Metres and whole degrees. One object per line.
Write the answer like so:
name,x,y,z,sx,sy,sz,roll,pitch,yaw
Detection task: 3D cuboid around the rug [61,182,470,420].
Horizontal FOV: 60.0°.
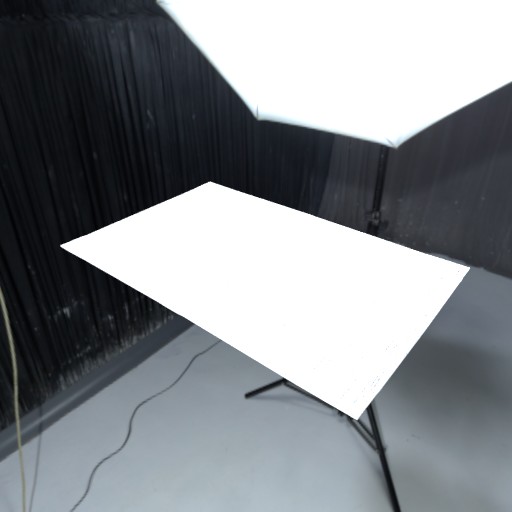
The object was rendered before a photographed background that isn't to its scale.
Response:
rug,0.000,0.000,2.264,1.773,0.021,1.149,23,38,33
